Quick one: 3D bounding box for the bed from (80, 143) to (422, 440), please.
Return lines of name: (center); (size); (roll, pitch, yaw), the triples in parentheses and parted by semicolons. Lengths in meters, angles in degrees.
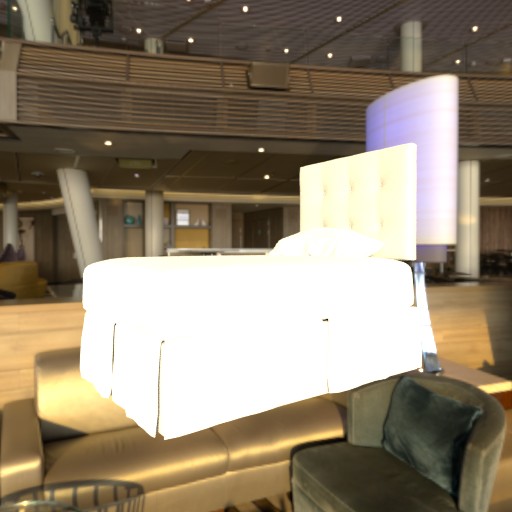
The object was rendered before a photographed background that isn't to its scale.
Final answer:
bed: (0.000, 0.000, 2.959); (1.997, 1.571, 1.261); (0, 1, -37)
